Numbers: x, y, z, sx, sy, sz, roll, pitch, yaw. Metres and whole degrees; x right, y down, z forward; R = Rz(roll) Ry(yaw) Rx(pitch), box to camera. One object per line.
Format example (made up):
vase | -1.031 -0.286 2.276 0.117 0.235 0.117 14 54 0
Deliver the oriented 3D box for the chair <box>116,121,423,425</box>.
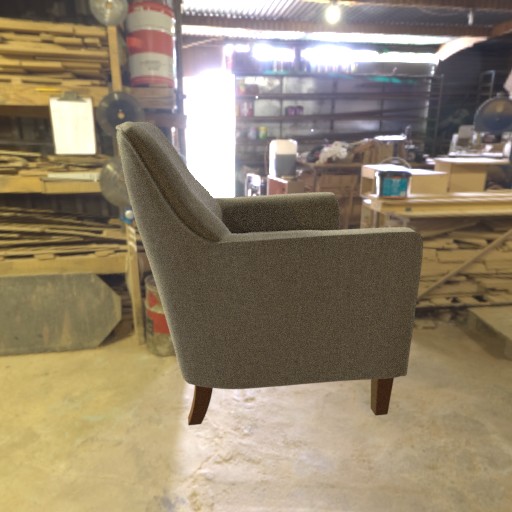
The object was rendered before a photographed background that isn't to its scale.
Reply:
chair | 0.000 0.000 1.809 0.993 1.047 0.887 -3 17 -9
